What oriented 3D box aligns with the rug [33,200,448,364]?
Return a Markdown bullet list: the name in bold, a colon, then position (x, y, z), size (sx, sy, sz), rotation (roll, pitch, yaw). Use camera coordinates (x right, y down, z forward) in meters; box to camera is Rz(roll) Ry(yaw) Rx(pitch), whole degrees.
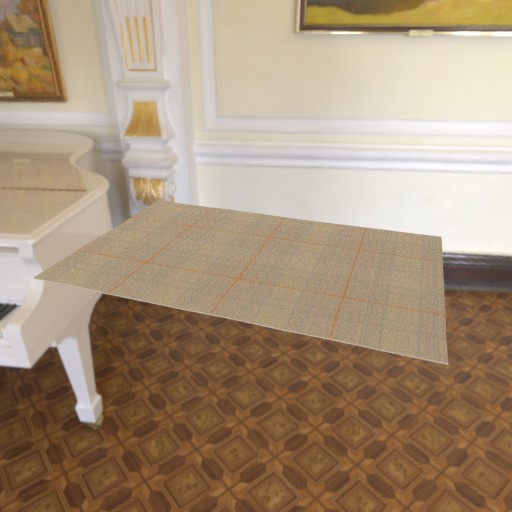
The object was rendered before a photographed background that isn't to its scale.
- **rug**: position (0.000, 0.000, 3.073), size (2.442, 0.016, 1.527), rotation (9, 28, 17)
